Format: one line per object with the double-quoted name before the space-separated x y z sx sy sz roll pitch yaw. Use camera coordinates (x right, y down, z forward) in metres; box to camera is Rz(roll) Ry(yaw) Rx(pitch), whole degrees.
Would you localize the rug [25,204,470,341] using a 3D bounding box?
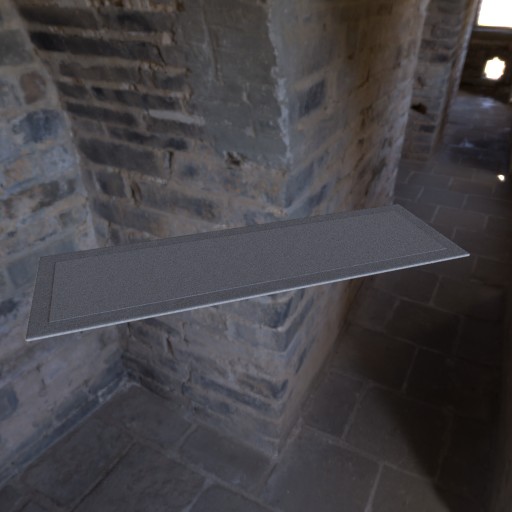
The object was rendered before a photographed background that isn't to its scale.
"rug" 0.000 0.000 2.618 2.430 0.012 0.759 -10 32 -15
